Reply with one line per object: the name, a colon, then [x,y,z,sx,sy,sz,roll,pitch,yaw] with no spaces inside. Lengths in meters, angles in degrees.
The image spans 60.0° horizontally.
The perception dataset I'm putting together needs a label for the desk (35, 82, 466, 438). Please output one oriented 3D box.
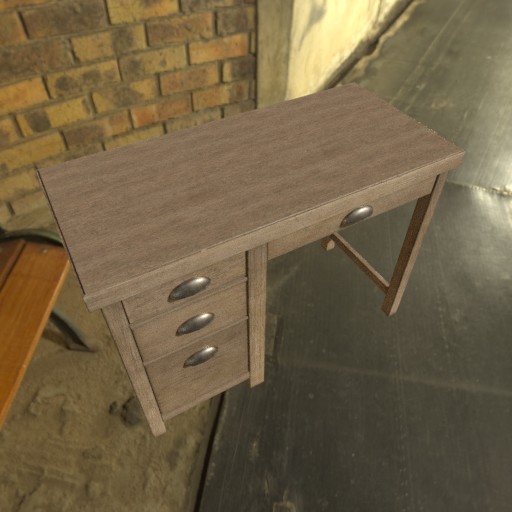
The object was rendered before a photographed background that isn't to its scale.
desk: [0.000,0.000,1.786,1.289,0.912,0.610,-22,50,-20]
